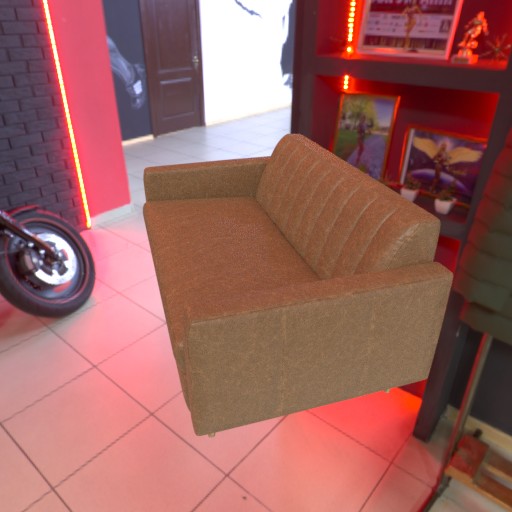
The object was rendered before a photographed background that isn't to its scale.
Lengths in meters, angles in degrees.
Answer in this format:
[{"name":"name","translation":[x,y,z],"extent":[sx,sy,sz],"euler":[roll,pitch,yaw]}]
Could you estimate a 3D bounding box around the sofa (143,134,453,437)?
[{"name":"sofa","translation":[0.000,0.000,2.133],"extent":[0.960,0.820,1.549],"euler":[-9,30,-15]}]
